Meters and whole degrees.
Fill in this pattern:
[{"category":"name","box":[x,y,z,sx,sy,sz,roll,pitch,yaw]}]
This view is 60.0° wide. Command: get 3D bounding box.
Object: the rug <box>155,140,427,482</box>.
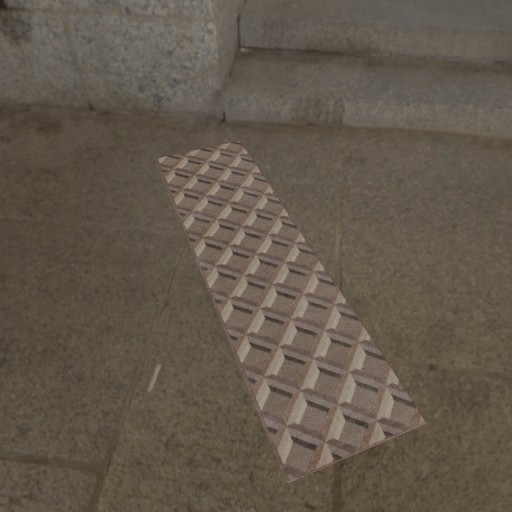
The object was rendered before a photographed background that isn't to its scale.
[{"category":"rug","box":[0.000,0.000,2.657,0.685,0.013,2.437,-16,49,-14]}]
